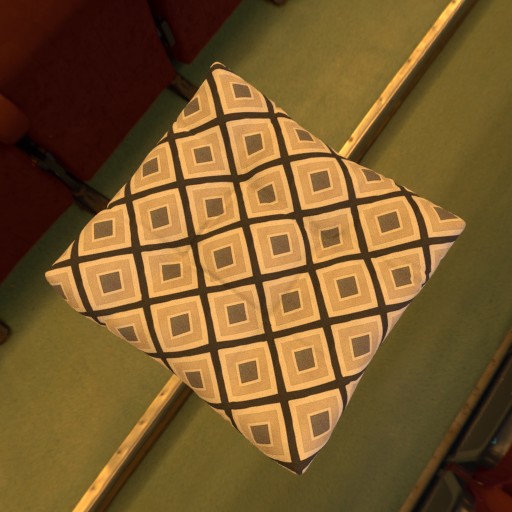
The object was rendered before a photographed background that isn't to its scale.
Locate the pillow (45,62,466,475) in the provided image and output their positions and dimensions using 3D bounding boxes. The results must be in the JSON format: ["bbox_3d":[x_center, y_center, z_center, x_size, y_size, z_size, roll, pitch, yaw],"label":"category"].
[{"bbox_3d":[0.000,0.000,0.712,0.490,0.128,0.468,35,80,7],"label":"pillow"}]
